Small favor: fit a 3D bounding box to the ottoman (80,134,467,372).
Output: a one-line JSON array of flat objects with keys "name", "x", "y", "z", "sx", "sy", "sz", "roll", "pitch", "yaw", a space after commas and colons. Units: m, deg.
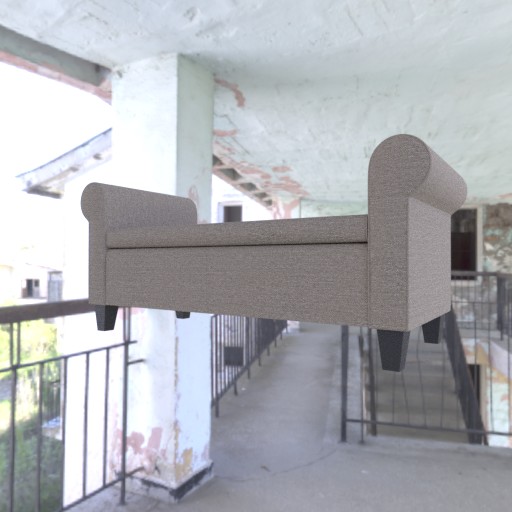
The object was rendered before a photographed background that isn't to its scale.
[{"name": "ottoman", "x": 0.000, "y": 0.000, "z": 1.523, "sx": 1.256, "sy": 0.547, "sz": 0.521, "roll": 0, "pitch": -1, "yaw": 34}]
